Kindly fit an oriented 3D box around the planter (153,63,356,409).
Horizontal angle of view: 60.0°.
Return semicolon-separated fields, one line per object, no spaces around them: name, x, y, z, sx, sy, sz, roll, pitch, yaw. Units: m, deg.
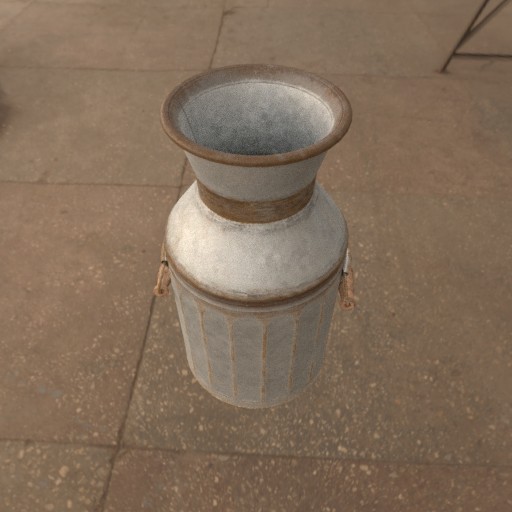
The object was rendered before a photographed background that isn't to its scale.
planter;0.000;0.000;0.538;0.245;0.396;0.214;4;47;3
